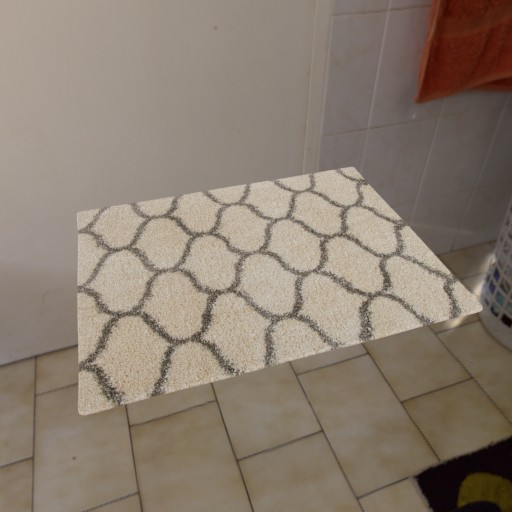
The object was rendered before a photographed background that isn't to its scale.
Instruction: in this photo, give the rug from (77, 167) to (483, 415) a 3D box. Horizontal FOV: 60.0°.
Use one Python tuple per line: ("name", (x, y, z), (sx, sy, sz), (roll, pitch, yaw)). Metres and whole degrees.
("rug", (0.000, 0.000, 2.077), (1.600, 0.025, 1.200), (-11, 43, -13))
